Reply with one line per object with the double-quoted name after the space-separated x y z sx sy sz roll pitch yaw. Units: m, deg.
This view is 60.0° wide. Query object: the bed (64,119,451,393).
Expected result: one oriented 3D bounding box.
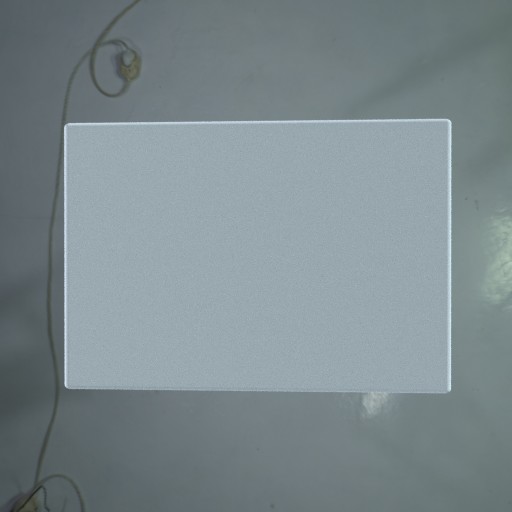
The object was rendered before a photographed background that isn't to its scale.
0.000 0.000 2.481 1.927 0.616 1.348 0 90 2 "bed"
